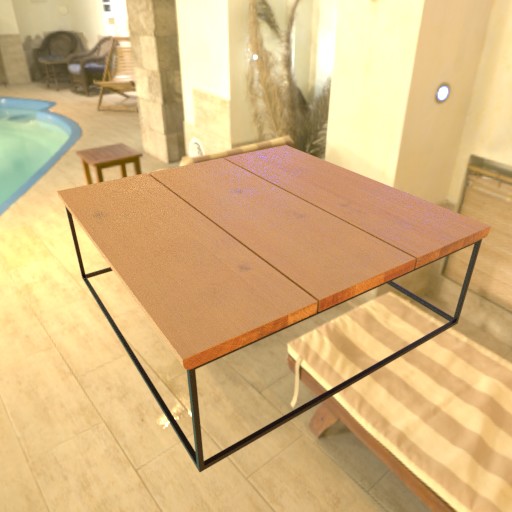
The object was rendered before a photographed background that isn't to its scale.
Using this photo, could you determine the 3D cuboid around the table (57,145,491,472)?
[{"bbox_3d":[0.000,0.000,1.669,1.100,0.400,1.100,-19,35,-29],"label":"table"}]
